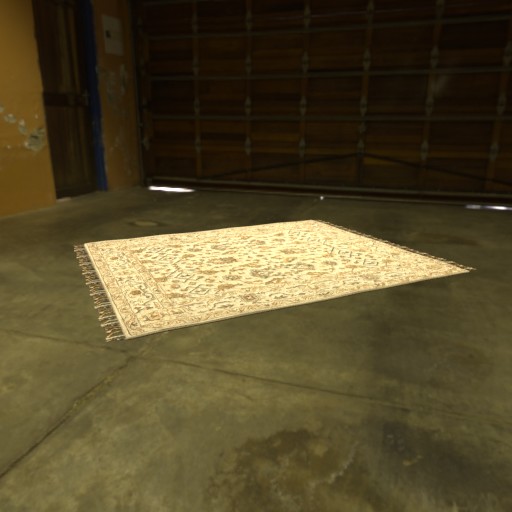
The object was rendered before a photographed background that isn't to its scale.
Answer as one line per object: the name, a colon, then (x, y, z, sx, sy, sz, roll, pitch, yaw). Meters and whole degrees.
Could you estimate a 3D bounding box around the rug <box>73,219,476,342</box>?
rug: (0.000, 0.000, 4.191, 3.061, 0.034, 2.426, -8, 18, -25)
